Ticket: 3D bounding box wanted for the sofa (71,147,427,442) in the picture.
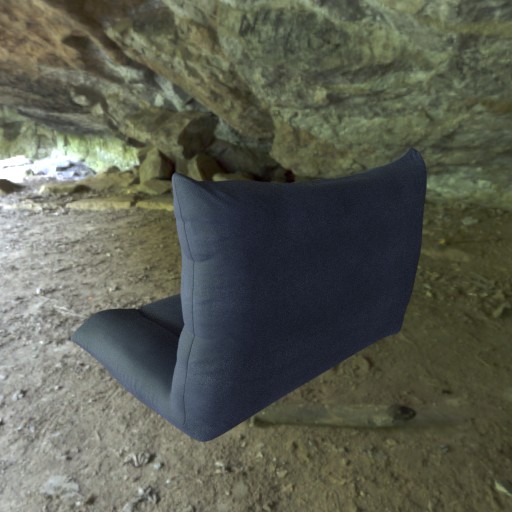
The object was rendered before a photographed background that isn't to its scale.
[{"bbox_3d":[0.000,0.000,1.658,1.122,0.778,0.849,-15,21,-42],"label":"sofa"}]
